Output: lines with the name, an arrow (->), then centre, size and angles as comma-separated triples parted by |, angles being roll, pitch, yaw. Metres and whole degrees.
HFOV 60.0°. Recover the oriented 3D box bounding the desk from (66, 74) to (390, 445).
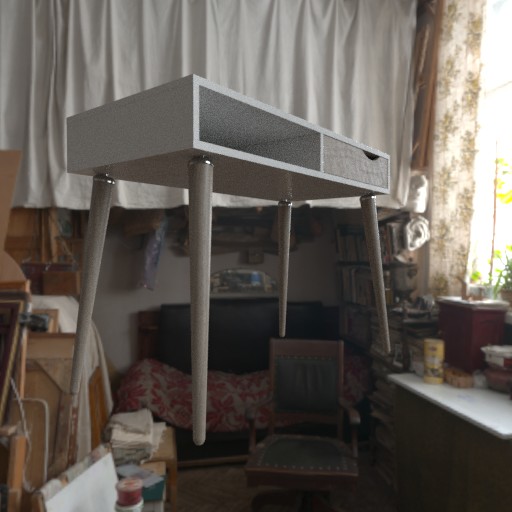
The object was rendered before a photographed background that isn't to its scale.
desk -> 0.000, 0.000, 1.386 | 0.491, 0.723, 0.979 | 1, 2, 38
